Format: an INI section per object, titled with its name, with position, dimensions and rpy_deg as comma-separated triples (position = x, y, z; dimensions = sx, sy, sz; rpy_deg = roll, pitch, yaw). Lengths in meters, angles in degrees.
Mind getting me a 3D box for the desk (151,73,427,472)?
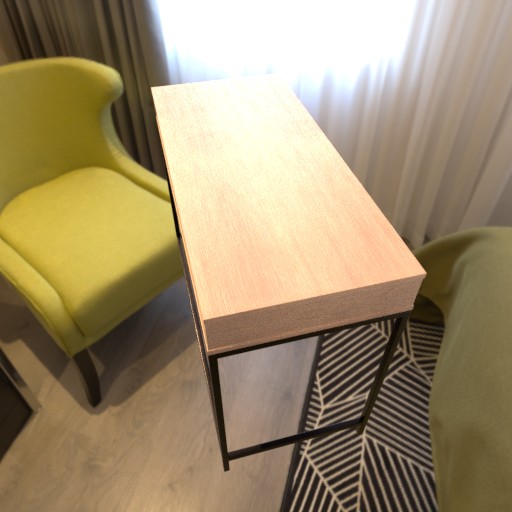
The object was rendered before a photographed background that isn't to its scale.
[desk]
position = 0.000, 0.000, 1.471
dimensions = 0.470, 0.762, 1.016
rpy_deg = -11, 46, -10
